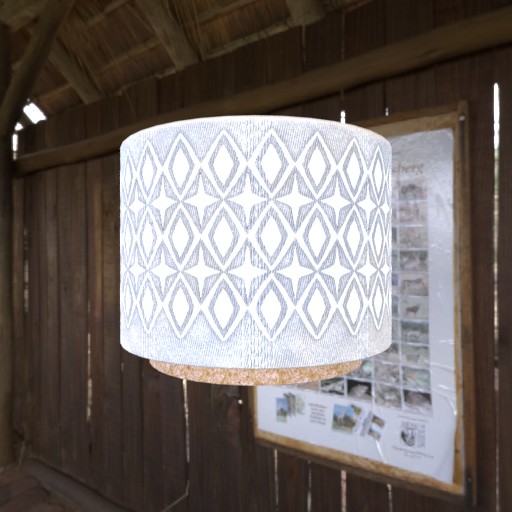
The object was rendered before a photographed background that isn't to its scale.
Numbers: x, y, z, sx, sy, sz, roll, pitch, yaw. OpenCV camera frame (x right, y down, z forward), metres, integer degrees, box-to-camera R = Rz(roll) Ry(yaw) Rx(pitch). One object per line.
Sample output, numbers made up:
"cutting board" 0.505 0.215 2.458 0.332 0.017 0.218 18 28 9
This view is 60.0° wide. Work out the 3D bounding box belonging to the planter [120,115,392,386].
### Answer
"planter" 0.000 0.000 0.281 0.164 0.127 0.164 0 0 0
